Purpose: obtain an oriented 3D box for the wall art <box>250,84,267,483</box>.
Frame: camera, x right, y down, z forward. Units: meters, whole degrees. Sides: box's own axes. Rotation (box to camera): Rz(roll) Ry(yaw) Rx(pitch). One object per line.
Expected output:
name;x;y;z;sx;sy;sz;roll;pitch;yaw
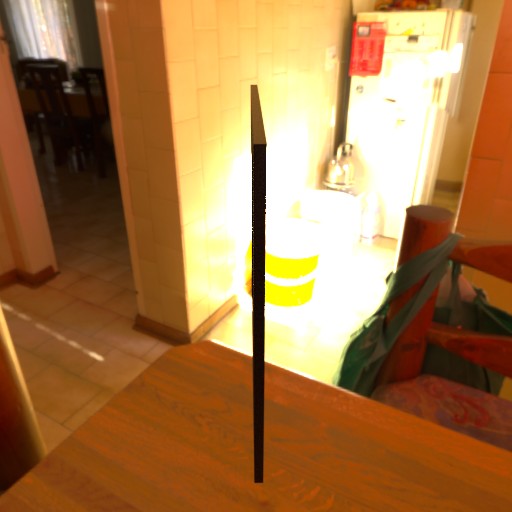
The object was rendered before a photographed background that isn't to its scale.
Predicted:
wall art;0.000;0.000;0.700;0.012;0.458;0.457;0;27;-1
